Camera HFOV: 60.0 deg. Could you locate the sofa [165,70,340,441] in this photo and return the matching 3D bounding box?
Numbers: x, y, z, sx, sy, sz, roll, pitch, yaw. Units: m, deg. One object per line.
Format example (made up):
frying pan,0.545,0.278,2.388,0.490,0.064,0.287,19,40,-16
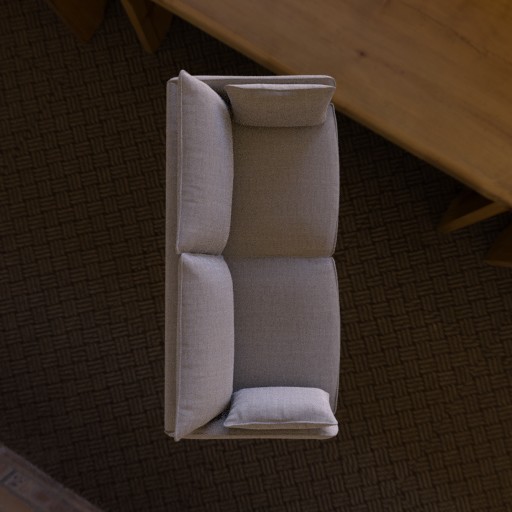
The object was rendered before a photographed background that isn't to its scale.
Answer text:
sofa,0.000,0.000,2.537,0.972,0.851,1.989,0,88,2
